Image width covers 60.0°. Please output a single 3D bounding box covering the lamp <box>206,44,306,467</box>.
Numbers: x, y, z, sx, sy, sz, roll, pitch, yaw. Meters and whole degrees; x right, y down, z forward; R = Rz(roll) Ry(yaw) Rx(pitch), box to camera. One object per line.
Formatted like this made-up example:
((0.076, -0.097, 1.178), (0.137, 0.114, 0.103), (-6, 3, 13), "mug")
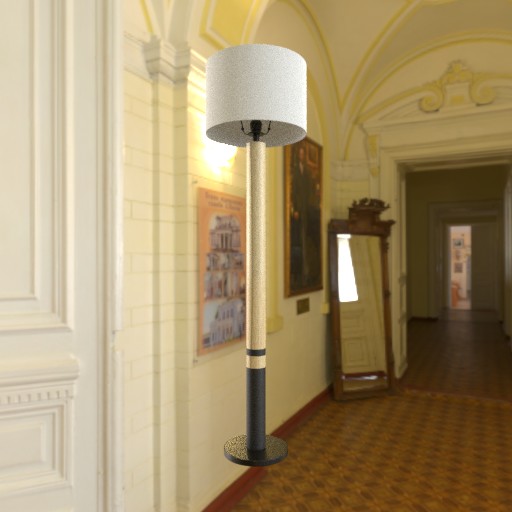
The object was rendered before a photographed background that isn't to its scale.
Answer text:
((0.000, 0.000, 1.680), (0.381, 1.478, 0.381), (0, 0, -18), "lamp")
